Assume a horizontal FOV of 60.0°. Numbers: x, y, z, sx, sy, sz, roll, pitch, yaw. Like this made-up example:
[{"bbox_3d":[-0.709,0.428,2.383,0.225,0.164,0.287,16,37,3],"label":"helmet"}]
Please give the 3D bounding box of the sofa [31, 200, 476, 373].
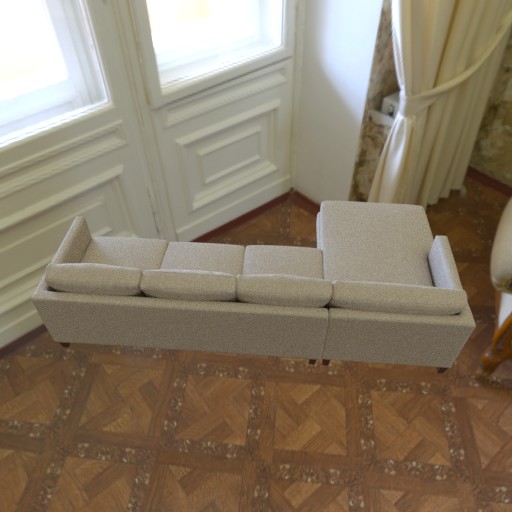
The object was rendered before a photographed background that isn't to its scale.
[{"bbox_3d":[0.000,0.000,3.869,3.186,0.846,1.625,3,46,3],"label":"sofa"}]
